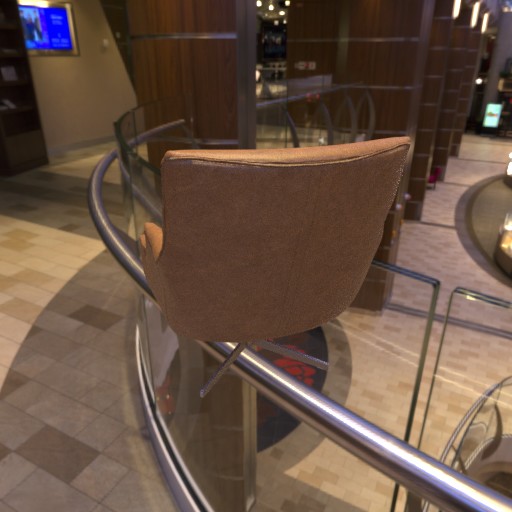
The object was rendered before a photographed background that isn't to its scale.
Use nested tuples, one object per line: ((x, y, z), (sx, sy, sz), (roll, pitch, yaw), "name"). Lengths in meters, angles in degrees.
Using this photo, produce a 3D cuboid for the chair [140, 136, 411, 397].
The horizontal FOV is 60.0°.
((0.000, 0.000, 1.505), (0.729, 0.869, 0.874), (-7, 26, -16), "chair")
